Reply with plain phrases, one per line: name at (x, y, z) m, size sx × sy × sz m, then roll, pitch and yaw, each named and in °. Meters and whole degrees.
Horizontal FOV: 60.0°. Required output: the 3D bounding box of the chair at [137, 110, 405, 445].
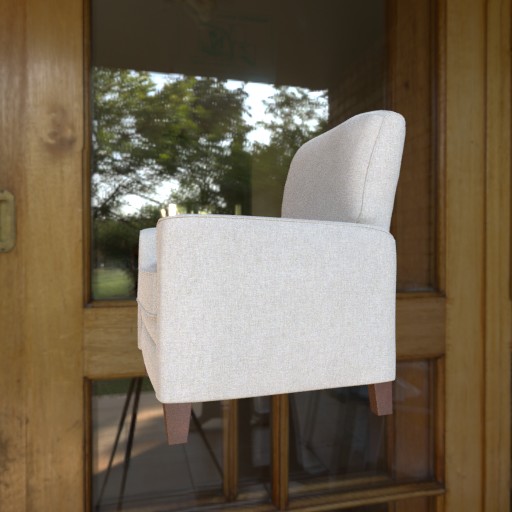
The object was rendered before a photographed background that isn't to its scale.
chair at (0.000, 0.000, 1.680) m, size 0.859 × 1.023 × 0.845 m, roll 0°, pitch 1°, yaw -19°
